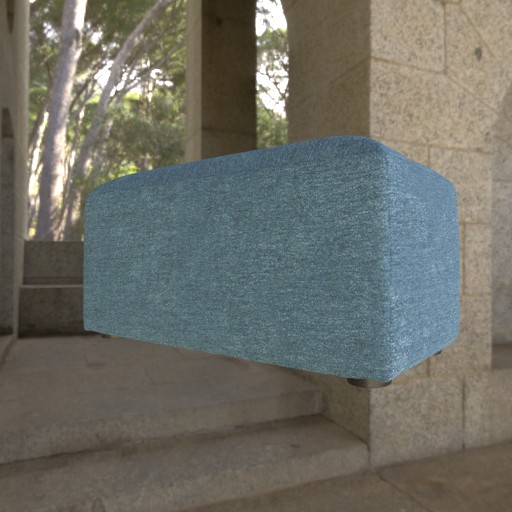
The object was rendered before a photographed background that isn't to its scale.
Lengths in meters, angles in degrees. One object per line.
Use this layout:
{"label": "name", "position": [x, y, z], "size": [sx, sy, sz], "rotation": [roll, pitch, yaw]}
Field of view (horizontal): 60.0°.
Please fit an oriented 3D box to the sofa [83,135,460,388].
{"label": "sofa", "position": [0.000, 0.000, 1.196], "size": [0.930, 0.470, 0.480], "rotation": [0, 0, 38]}
